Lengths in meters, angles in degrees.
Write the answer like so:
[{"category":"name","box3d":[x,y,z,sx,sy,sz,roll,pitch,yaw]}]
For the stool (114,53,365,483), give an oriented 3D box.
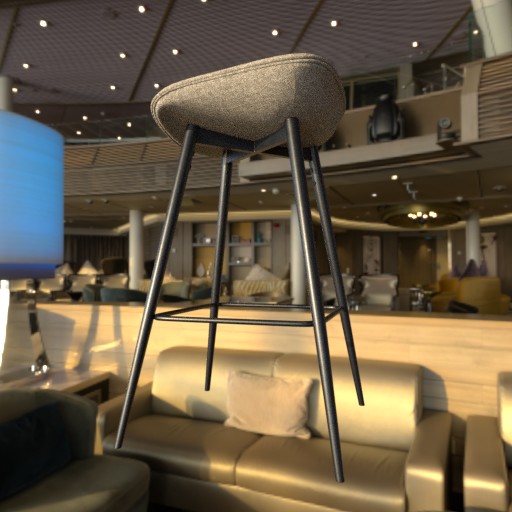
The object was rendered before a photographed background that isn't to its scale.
[{"category":"stool","box3d":[0.000,0.000,1.086,0.480,0.814,0.469,0,-1,18]}]
